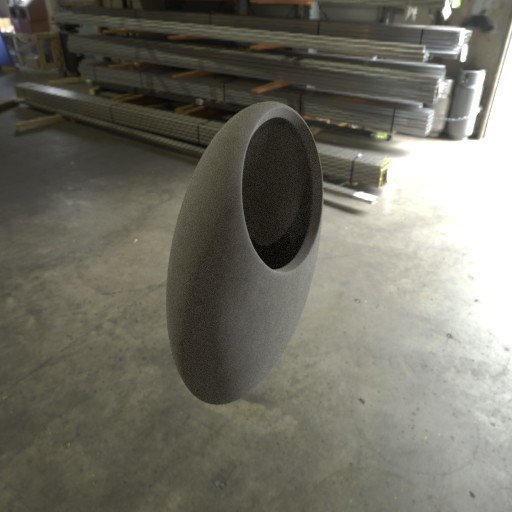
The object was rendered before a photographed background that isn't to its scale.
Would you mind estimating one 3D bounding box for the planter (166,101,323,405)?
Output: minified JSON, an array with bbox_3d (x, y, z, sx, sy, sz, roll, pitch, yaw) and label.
[{"bbox_3d":[0.000,0.000,0.285,0.071,0.188,0.185,12,34,18],"label":"planter"}]
